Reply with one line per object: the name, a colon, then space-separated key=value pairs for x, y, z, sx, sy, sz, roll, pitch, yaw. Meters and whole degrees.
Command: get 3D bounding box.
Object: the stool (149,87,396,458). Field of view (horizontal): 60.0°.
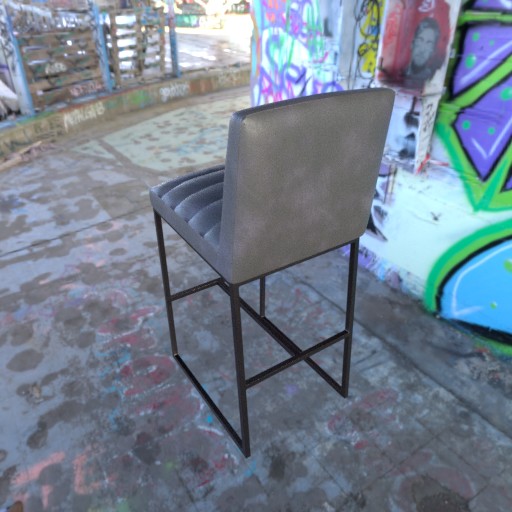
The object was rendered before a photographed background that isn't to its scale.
stool: x=0.000 y=0.000 z=1.402 sx=0.463 sy=1.065 sz=0.562 roll=-19 pitch=36 yaw=-29
